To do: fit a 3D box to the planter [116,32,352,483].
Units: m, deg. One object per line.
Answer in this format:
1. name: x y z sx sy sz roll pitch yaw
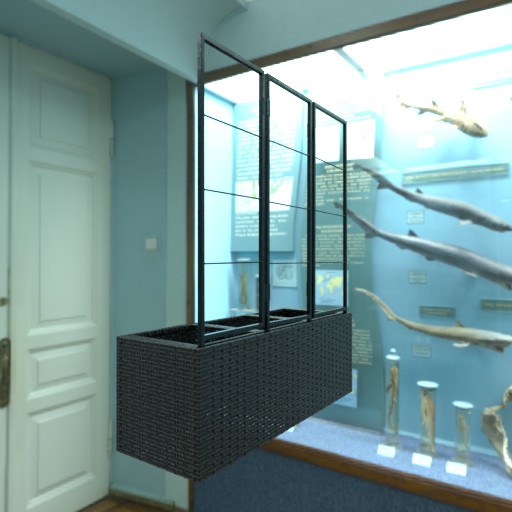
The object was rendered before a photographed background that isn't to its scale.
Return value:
1. planter: 0.000 0.000 1.167 0.244 0.841 0.699 0 -1 35
